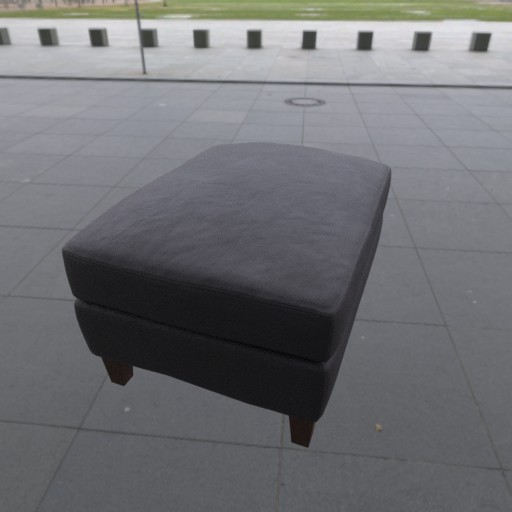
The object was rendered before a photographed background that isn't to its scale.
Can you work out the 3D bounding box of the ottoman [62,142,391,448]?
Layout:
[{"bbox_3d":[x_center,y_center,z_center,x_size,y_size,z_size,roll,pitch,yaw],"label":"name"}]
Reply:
[{"bbox_3d":[0.000,0.000,1.317,0.659,0.529,0.887,11,33,18],"label":"ottoman"}]
